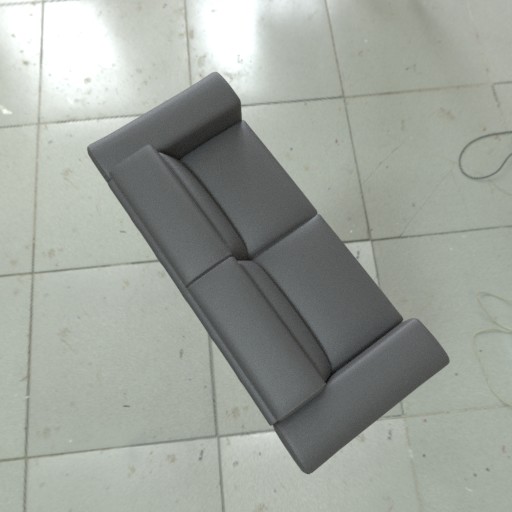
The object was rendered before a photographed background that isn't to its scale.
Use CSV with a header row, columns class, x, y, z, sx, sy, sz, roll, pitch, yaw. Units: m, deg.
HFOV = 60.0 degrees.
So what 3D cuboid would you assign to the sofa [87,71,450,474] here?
class,x,y,z,sx,sy,sz,roll,pitch,yaw
sofa,0.000,0.000,2.783,1.023,0.759,2.321,-34,77,-9
